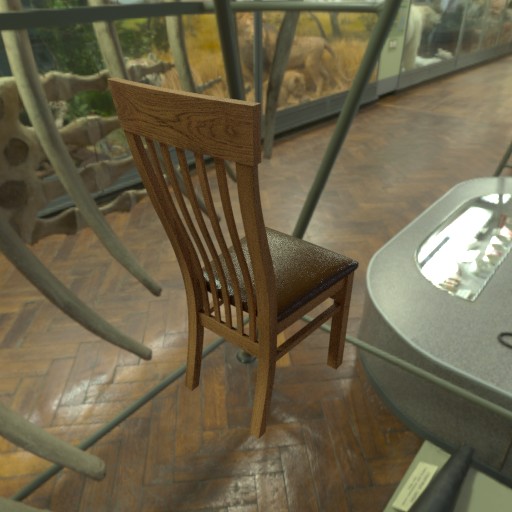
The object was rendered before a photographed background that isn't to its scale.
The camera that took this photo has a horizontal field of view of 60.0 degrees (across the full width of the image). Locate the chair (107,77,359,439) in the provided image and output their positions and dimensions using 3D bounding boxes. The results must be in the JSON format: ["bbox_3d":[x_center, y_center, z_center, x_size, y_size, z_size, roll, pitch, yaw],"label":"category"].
[{"bbox_3d":[0.000,0.000,1.367,0.450,1.050,0.580,23,38,34],"label":"chair"}]
